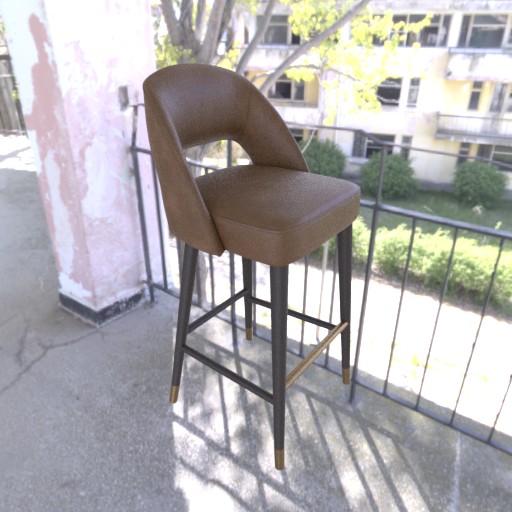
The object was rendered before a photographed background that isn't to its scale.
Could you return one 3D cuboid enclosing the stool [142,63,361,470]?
[{"bbox_3d":[0.000,0.000,1.319,0.509,1.037,0.494,18,32,32],"label":"stool"}]
